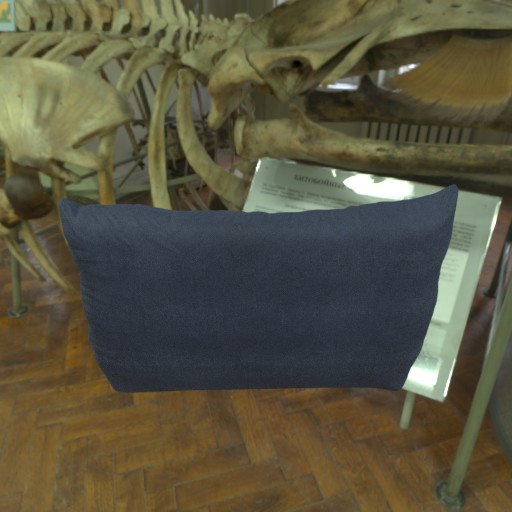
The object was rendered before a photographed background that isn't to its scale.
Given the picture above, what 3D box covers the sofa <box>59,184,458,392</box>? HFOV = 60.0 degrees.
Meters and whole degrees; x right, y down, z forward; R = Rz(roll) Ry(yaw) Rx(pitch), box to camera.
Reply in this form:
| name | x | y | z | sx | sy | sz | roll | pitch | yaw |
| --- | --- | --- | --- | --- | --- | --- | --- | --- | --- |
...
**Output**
| name | x | y | z | sx | sy | sz | roll | pitch | yaw |
| --- | --- | --- | --- | --- | --- | --- | --- | --- | --- |
| sofa | 0.000 | 0.000 | 1.678 | 1.122 | 0.778 | 0.849 | -1 | 29 | -1 |
